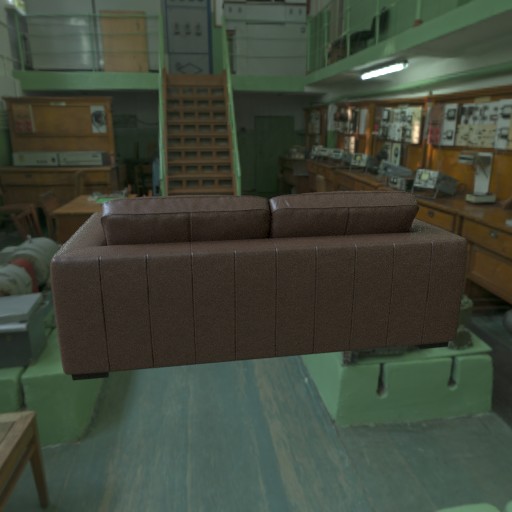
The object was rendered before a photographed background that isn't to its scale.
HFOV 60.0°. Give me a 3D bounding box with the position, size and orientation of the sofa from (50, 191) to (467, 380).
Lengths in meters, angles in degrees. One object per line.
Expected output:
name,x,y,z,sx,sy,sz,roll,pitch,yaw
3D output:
sofa,0.000,0.000,2.507,1.920,0.800,1.070,-3,17,-9
